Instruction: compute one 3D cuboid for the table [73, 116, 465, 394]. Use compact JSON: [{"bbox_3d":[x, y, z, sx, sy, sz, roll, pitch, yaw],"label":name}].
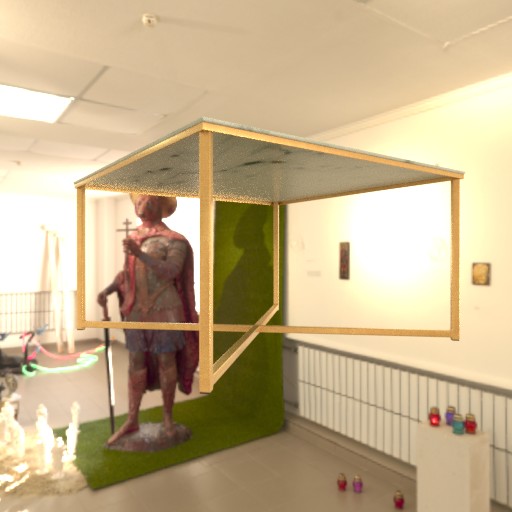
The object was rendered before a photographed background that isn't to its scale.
[{"bbox_3d":[0.000,0.000,1.268,0.800,0.450,0.800,0,0,-36],"label":"table"}]
